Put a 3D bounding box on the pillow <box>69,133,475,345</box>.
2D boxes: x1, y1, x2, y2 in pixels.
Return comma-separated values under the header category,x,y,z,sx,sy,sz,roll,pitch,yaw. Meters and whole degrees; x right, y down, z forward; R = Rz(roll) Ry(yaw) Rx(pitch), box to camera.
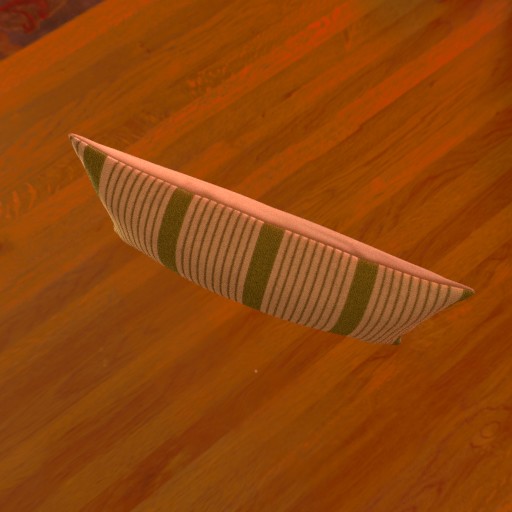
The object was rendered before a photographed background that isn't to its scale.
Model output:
category,x,y,z,sx,sy,sz,roll,pitch,yaw
pillow,0.000,0.000,0.743,0.608,0.292,0.156,22,76,5
